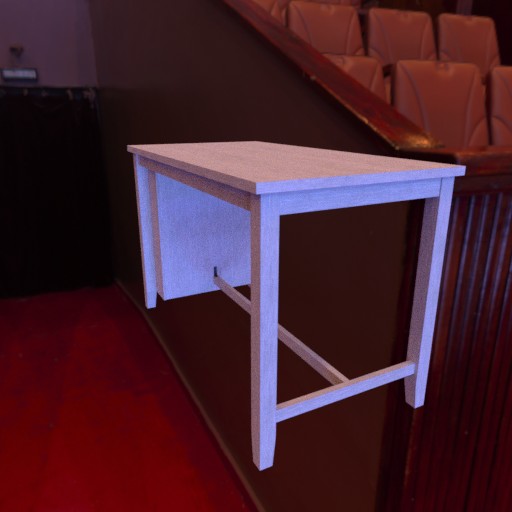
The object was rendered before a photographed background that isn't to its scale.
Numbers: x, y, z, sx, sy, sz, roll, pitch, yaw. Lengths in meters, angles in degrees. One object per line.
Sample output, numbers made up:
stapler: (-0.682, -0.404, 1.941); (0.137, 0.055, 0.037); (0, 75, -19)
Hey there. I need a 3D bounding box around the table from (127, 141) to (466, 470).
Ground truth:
table: (0.000, 0.000, 1.929); (0.729, 0.874, 1.397); (-9, 20, -26)
